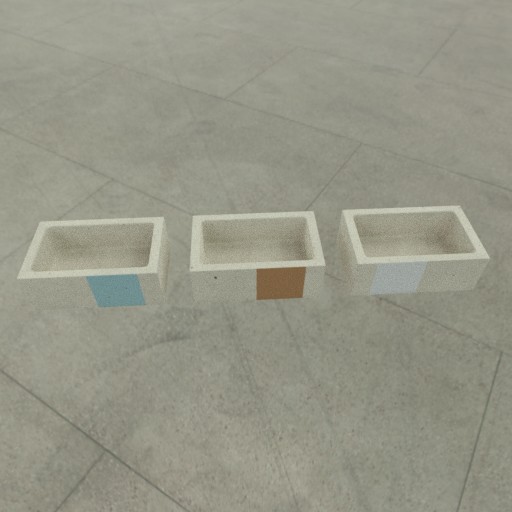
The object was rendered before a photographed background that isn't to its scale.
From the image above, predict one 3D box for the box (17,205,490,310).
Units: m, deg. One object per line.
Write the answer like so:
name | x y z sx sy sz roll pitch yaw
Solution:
box | 0.000 0.000 0.476 0.461 0.051 0.082 -2 47 -2
